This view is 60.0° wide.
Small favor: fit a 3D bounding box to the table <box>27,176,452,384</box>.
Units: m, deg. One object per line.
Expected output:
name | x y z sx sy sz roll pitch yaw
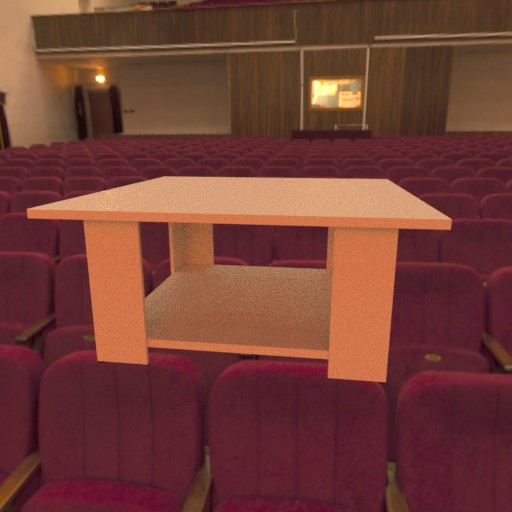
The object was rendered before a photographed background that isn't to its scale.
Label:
table | 0.000 0.000 1.047 0.670 0.305 0.670 2 15 8
